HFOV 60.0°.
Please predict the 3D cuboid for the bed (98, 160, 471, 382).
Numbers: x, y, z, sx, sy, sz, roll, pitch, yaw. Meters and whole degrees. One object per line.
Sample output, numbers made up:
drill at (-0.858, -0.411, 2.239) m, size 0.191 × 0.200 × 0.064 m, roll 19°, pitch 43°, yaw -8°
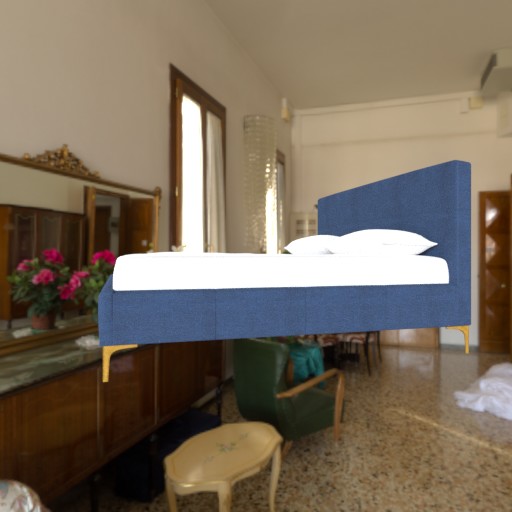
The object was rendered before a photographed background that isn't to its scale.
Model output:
bed at (0.000, 0.000, 3.469) m, size 2.232 × 1.231 × 2.096 m, roll 0°, pitch 0°, yaw -17°
